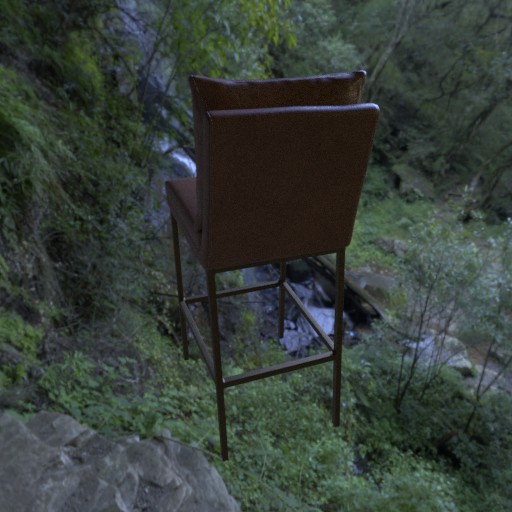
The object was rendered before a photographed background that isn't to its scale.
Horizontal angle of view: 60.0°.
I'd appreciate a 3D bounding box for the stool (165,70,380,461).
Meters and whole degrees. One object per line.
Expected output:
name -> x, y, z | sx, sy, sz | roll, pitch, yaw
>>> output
stool -> 0.000, 0.000, 1.432 | 0.463, 1.124, 0.571 | -9, 28, -18
